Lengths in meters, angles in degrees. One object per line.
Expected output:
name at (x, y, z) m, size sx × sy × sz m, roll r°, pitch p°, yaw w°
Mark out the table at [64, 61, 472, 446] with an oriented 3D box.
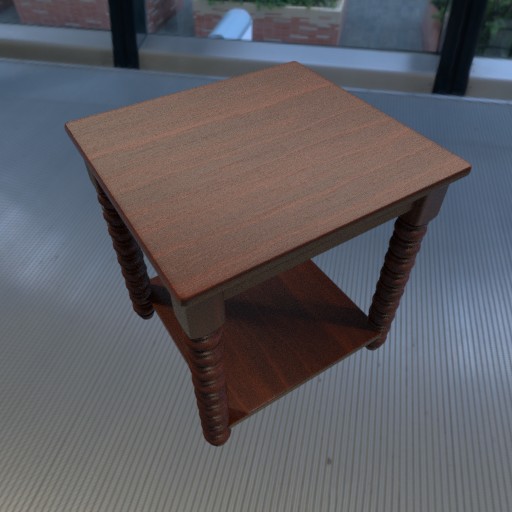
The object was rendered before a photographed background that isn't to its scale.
table at (0.000, 0.000, 0.975) m, size 0.533 × 0.567 × 0.500 m, roll -24°, pitch 51°, yaw -22°
